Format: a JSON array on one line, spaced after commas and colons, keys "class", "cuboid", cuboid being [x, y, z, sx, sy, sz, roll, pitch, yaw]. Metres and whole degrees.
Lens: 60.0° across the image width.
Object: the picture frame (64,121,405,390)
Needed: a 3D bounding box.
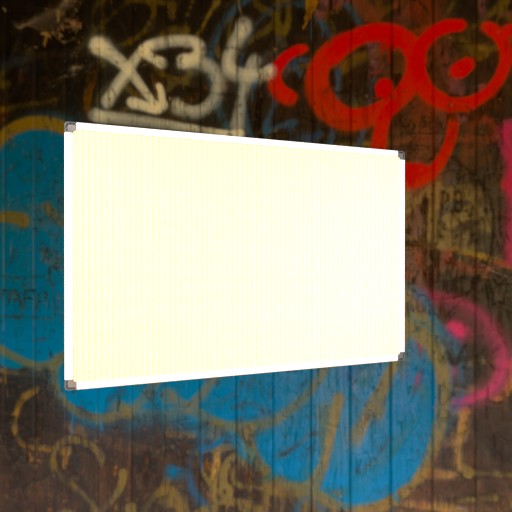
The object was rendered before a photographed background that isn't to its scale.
[{"class": "picture frame", "cuboid": [0.000, 0.000, 1.130, 0.900, 0.600, 0.010, 0, 0, -19]}]
